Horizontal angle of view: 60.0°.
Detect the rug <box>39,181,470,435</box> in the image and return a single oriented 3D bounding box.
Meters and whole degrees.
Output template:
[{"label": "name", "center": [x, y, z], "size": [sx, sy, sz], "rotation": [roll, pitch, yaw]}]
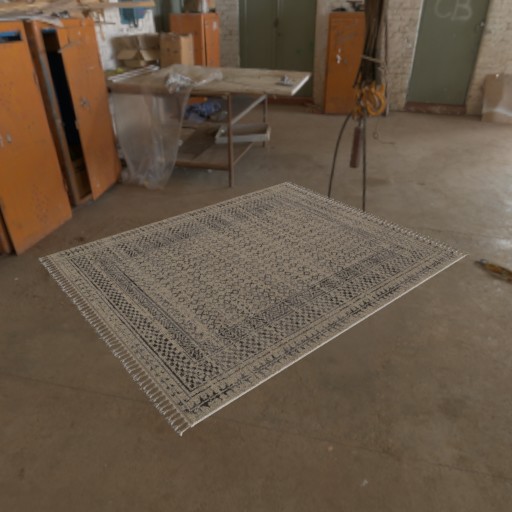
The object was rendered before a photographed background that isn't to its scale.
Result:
[{"label": "rug", "center": [0.000, 0.000, 3.803], "size": [2.940, 0.013, 2.312], "rotation": [-22, 37, -34]}]
